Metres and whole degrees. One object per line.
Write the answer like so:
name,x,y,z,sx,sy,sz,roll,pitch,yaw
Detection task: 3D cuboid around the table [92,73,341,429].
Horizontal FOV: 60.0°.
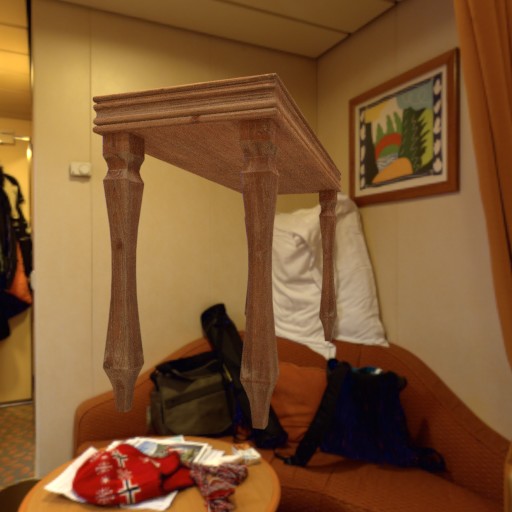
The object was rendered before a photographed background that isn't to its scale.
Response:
table,0.000,0.000,1.768,0.522,0.873,1.330,0,0,17
